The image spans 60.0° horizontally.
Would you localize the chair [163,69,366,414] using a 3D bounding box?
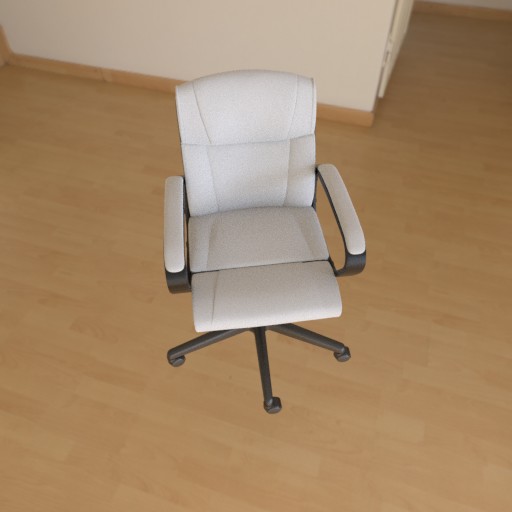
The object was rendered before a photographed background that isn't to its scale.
[{"bbox_3d":[0.000,0.000,1.531,0.739,1.004,0.717,-5,48,-5],"label":"chair"}]
